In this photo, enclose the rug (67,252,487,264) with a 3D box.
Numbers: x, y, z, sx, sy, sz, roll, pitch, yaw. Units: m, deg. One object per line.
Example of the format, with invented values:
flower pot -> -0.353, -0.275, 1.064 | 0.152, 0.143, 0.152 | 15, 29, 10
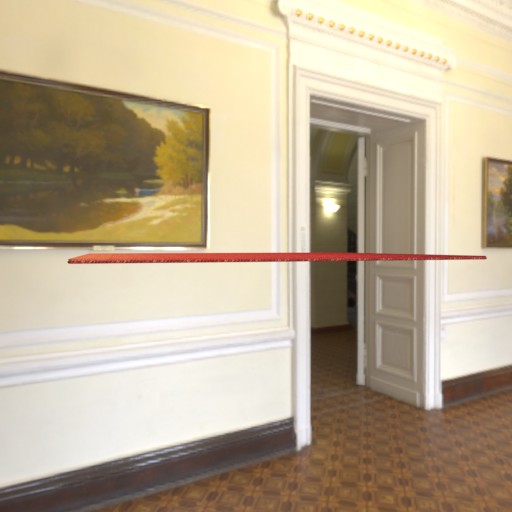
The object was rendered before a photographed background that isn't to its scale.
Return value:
rug -> 0.000, 0.000, 3.947 | 2.905, 0.028, 2.340 | 0, 1, -18
